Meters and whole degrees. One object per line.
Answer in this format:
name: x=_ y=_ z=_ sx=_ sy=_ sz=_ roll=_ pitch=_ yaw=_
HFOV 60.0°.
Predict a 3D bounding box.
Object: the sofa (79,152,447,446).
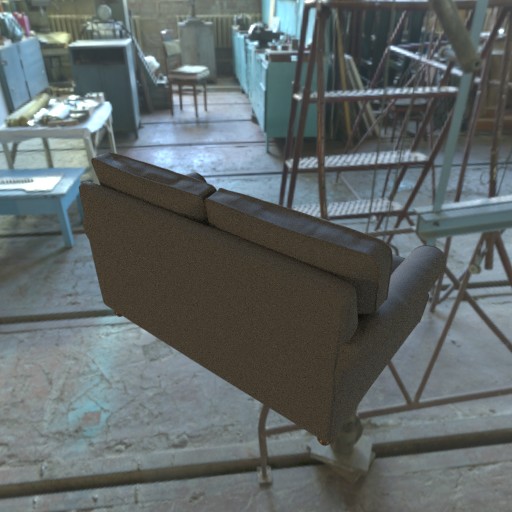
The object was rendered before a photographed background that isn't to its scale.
sofa: x=0.000 y=0.000 z=2.246 sx=1.665 sy=0.937 sz=0.964 roll=22 pitch=38 yaw=32
